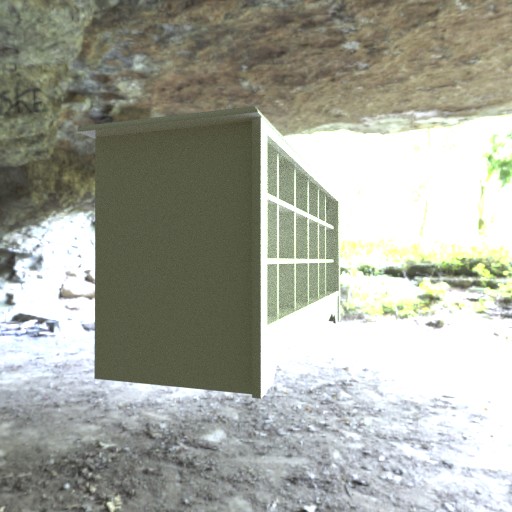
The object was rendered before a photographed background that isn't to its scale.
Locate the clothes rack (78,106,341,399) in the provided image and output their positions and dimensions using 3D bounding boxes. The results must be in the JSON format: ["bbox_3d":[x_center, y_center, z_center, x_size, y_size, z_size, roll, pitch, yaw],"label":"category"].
[{"bbox_3d":[0.000,0.000,1.462,0.405,0.558,1.218,0,-1,18],"label":"clothes rack"}]
